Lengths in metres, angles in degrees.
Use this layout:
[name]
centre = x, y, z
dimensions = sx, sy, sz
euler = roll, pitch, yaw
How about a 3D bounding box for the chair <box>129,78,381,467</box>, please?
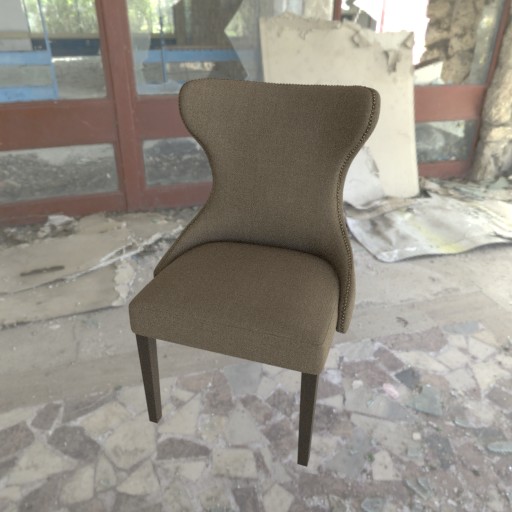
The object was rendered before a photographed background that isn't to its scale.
[chair]
centre = 0.000, 0.000, 1.368
dimensions = 0.628, 0.967, 0.635
euler = 9, 29, 16
